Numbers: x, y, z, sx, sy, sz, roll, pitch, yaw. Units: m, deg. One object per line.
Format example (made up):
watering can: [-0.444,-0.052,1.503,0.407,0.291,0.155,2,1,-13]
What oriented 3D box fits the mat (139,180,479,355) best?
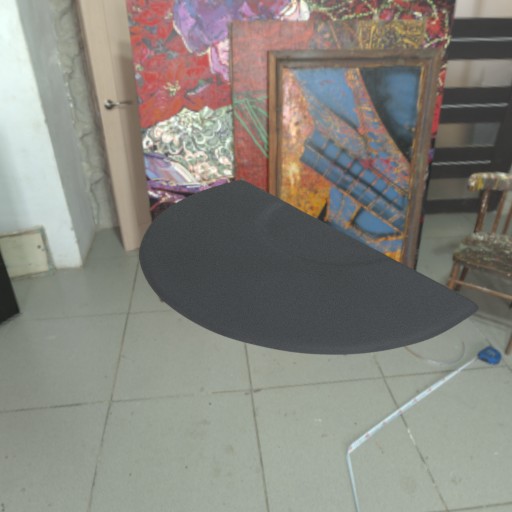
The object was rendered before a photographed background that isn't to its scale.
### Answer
mat: [0.000,0.000,1.885,0.917,0.016,1.525,-21,37,-30]
